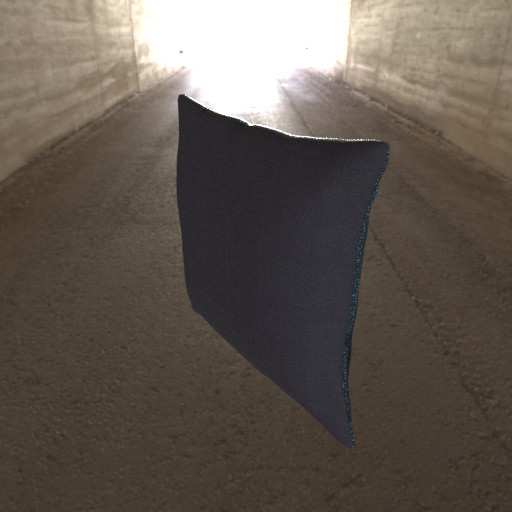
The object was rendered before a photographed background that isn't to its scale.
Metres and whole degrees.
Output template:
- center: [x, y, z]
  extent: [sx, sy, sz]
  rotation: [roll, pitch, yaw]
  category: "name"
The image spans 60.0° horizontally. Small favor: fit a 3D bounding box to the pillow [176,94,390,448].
- center: [0.000, 0.000, 0.673]
  extent: [0.138, 0.430, 0.436]
  rotation: [-19, 32, -33]
  category: "pillow"
